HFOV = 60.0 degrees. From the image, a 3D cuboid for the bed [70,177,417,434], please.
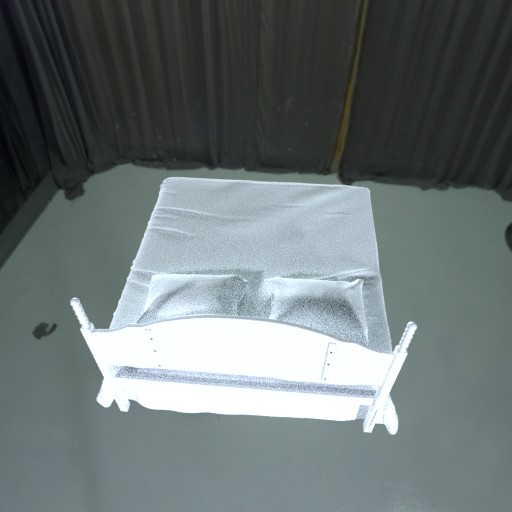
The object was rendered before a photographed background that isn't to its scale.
[{"bbox_3d":[0.000,0.000,3.640,2.322,1.355,2.219,4,46,3],"label":"bed"}]
